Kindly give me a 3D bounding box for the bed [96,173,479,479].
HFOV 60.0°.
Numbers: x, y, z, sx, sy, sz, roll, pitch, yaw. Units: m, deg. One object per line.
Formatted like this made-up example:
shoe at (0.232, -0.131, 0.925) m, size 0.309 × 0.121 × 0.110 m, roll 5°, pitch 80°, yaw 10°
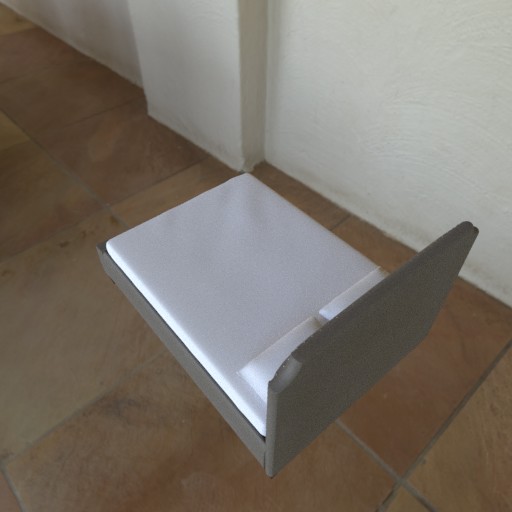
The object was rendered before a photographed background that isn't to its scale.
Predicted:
bed at (0.000, 0.000, 3.412) m, size 1.712 × 1.443 × 2.372 m, roll -31°, pitch 54°, yaw -26°
